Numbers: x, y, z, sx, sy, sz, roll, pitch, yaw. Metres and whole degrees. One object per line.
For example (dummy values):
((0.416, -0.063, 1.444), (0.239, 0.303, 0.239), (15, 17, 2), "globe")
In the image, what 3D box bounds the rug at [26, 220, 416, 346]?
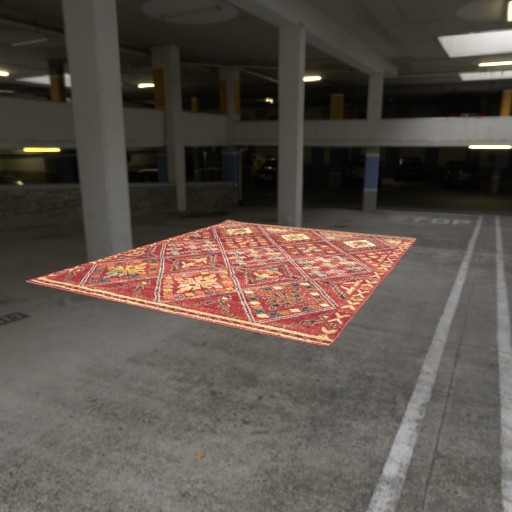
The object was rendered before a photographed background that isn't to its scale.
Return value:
((0.000, 0.000, 4.241), (2.489, 0.030, 3.086), (7, 16, 27), "rug")
